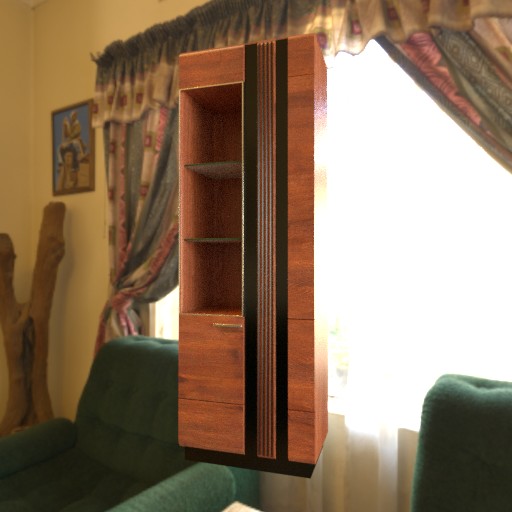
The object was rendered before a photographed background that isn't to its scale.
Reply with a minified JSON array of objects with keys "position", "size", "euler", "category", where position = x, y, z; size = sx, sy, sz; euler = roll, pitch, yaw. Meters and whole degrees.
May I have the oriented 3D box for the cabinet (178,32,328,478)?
[{"position":[0.000,0.000,2.227],"size":[0.660,1.980,0.420],"euler":[0,-1,17],"category":"cabinet"}]
